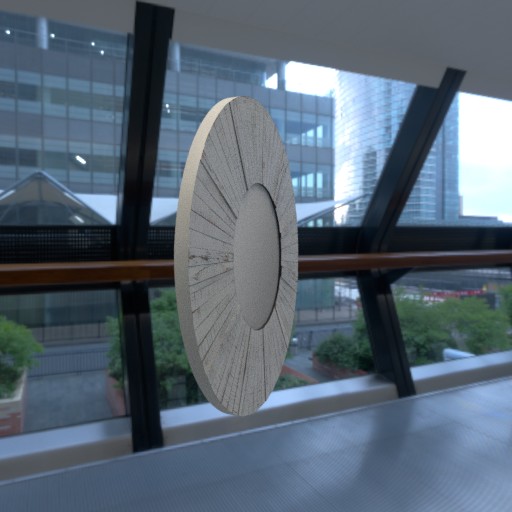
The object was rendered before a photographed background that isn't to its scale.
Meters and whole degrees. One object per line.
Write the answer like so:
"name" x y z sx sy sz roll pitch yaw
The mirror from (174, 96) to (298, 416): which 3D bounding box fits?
"mirror" 0.000 0.000 1.343 0.038 0.914 0.914 0 1 20
